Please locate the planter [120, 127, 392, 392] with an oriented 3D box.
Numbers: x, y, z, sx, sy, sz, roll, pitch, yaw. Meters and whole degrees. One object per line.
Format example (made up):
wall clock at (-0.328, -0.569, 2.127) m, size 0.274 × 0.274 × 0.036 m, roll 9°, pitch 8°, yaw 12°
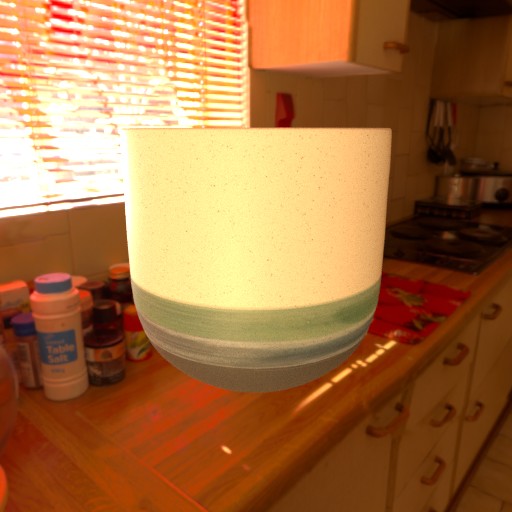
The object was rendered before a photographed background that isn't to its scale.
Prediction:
planter at (0.000, 0.000, 0.488) m, size 0.268 × 0.270 × 0.268 m, roll 0°, pitch 16°, yaw 0°
